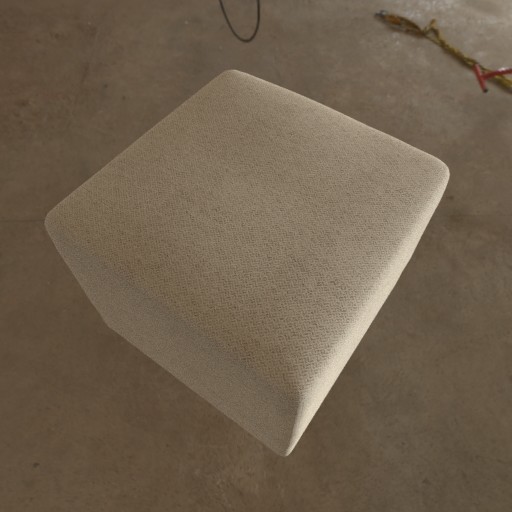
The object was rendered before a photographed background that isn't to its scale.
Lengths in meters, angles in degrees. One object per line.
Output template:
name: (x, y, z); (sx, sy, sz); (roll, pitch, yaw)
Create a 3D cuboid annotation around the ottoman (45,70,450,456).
ottoman: (0.000, 0.000, 0.904); (0.512, 0.453, 0.521); (31, 62, 19)
